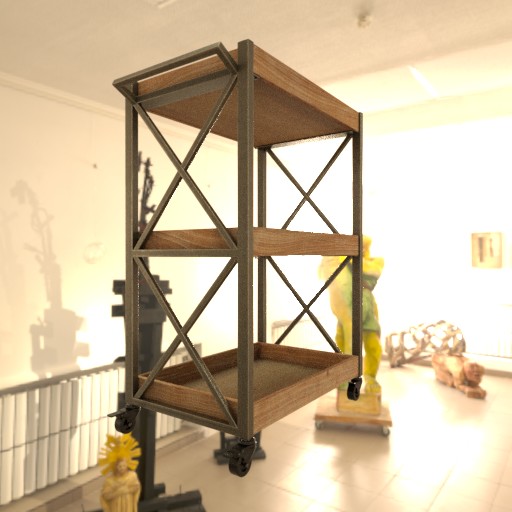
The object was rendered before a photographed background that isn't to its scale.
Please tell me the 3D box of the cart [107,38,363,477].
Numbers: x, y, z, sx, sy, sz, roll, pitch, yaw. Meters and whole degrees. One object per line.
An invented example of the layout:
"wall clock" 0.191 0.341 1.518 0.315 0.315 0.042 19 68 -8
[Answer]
"cart" 0.000 0.000 1.182 0.377 0.835 0.673 0 0 36
